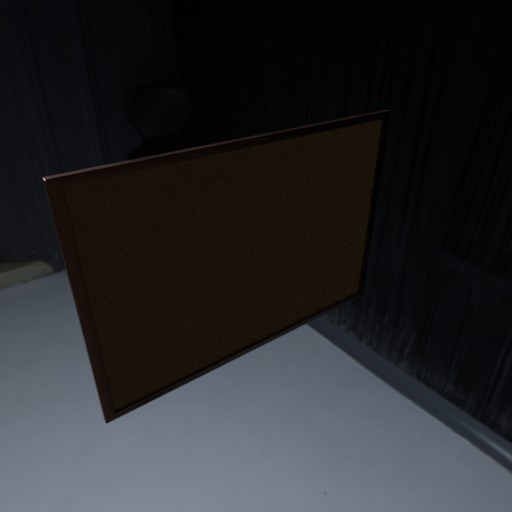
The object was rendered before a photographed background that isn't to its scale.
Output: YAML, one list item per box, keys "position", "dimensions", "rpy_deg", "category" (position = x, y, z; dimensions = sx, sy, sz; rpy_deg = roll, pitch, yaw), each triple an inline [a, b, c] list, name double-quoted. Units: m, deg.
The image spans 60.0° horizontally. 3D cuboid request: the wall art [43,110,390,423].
- position: [0.000, 0.000, 1.036]
  dimensions: [0.816, 0.559, 0.014]
  rpy_deg: [-20, 36, -31]
  category: "wall art"
